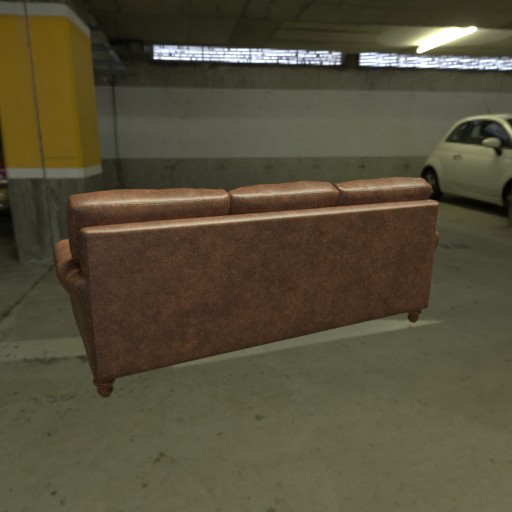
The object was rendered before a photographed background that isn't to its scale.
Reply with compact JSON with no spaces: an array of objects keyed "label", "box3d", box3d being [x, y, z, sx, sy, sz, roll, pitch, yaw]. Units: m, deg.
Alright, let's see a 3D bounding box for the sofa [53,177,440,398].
[{"label":"sofa","box3d":[0.000,0.000,2.842,2.351,0.977,0.973,-7,16,-26]}]
